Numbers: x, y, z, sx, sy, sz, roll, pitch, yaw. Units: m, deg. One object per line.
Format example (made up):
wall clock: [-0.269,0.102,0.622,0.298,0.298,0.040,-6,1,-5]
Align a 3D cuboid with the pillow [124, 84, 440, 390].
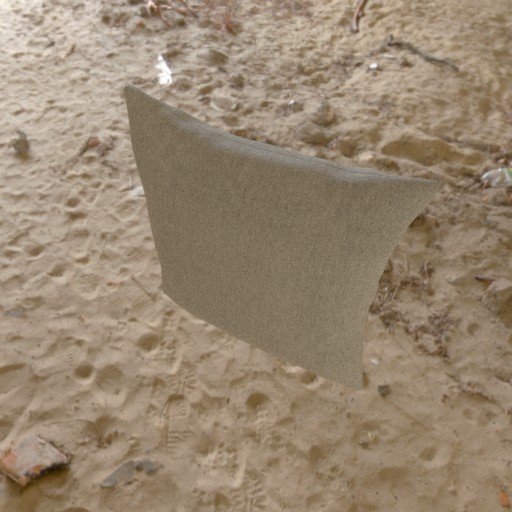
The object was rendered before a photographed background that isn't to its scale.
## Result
pillow: [0.000,0.000,0.687,0.433,0.436,0.173,23,51,20]
